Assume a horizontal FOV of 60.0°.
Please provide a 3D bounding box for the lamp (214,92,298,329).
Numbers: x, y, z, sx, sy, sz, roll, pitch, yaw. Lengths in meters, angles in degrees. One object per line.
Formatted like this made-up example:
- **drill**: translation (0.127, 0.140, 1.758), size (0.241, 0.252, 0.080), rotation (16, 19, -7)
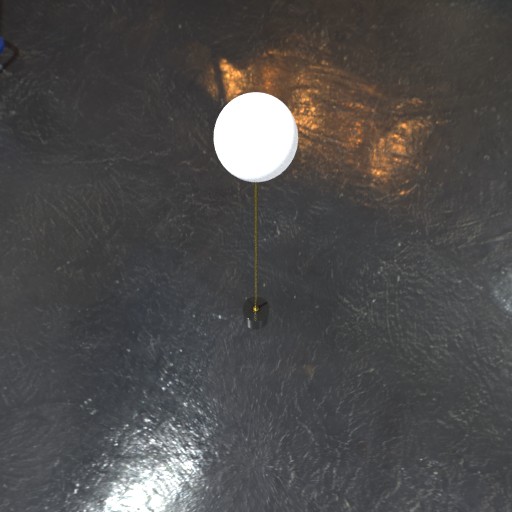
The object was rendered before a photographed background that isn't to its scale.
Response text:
- **lamp**: translation (0.000, 0.000, 1.889), size (0.229, 1.748, 0.229), rotation (28, 68, 12)
